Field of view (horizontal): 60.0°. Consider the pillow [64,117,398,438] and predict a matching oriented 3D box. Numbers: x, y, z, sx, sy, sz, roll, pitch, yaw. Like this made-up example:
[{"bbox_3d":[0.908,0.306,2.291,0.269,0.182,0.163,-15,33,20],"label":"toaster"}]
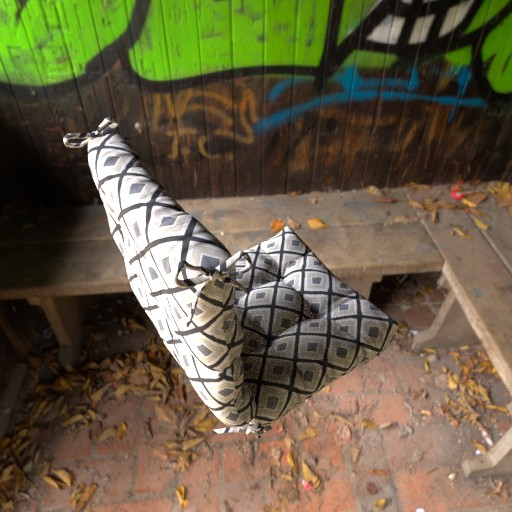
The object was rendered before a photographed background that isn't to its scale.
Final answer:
[{"bbox_3d":[0.000,0.000,1.002,0.571,0.605,0.519,-25,48,-24],"label":"pillow"}]
